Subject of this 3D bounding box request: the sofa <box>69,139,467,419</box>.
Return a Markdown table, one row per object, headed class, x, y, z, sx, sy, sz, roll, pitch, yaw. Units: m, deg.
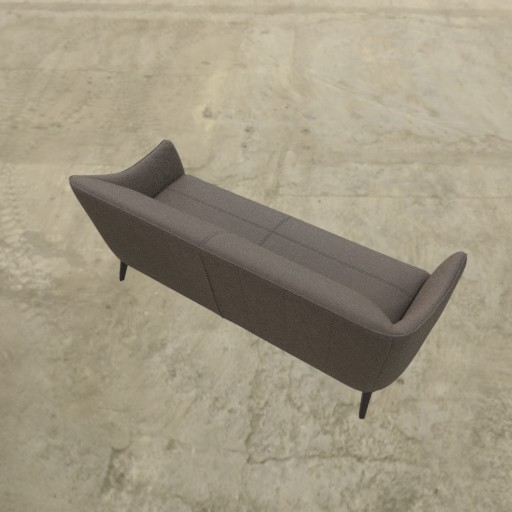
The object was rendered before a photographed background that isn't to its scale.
| class | x | y | z | sx | sy | sz | roll | pitch | yaw |
| --- | --- | --- | --- | --- | --- | --- | --- | --- | --- |
| sofa | 0.000 | 0.000 | 2.395 | 1.928 | 0.831 | 0.869 | 25 | 50 | 23 |
